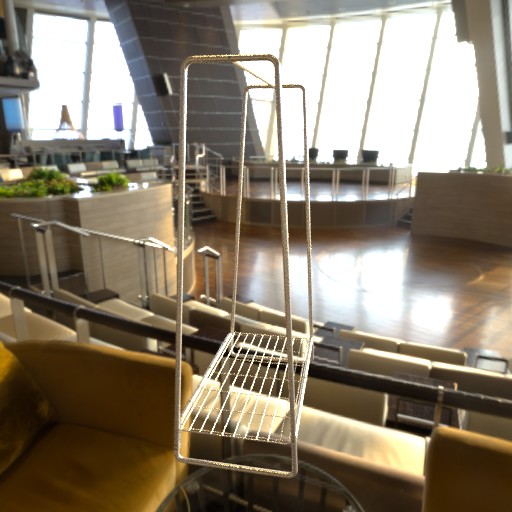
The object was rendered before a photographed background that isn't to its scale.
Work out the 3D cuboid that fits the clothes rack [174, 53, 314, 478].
[{"bbox_3d":[0.000,0.000,1.951,0.495,1.500,0.900,3,16,11],"label":"clothes rack"}]
